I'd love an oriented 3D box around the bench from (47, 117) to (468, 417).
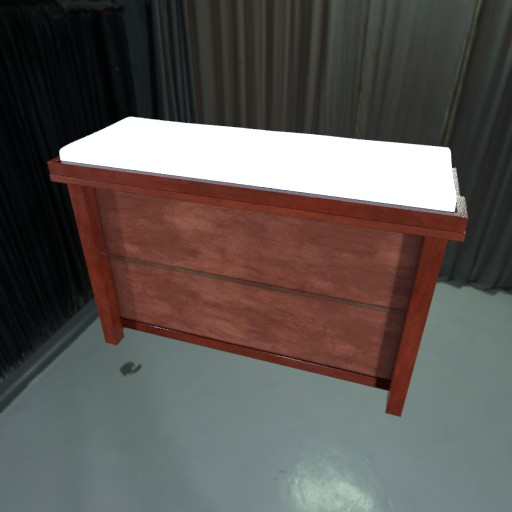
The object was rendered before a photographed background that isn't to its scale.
[{"bbox_3d":[0.000,0.000,1.285,0.987,0.646,0.369,10,33,15],"label":"bench"}]
